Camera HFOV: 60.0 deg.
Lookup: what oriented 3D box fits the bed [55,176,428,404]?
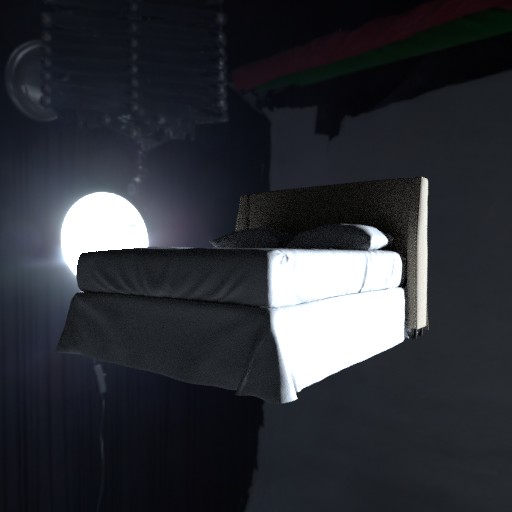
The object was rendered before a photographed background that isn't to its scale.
[{"bbox_3d":[0.000,0.000,3.363,1.925,1.332,2.276,0,0,37],"label":"bed"}]
